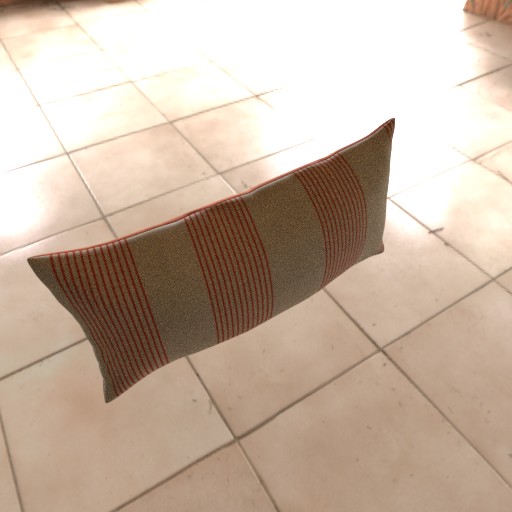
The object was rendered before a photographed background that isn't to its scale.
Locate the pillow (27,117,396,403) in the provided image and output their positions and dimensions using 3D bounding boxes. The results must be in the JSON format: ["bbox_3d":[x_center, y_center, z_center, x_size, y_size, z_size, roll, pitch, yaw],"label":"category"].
[{"bbox_3d":[0.000,0.000,0.726,0.608,0.292,0.156,-26,52,-22],"label":"pillow"}]
